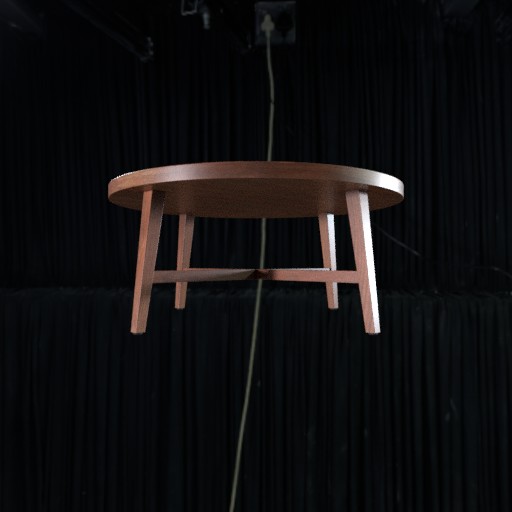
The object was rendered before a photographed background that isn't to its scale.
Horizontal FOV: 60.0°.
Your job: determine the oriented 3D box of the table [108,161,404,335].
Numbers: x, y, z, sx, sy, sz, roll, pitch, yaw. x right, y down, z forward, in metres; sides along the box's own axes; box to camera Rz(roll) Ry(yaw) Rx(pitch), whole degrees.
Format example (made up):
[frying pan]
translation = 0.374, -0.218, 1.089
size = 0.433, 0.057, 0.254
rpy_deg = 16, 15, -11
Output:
[table]
translation = 0.000, 0.000, 1.264
size = 0.800, 0.360, 0.800
rpy_deg = 0, -1, 0
